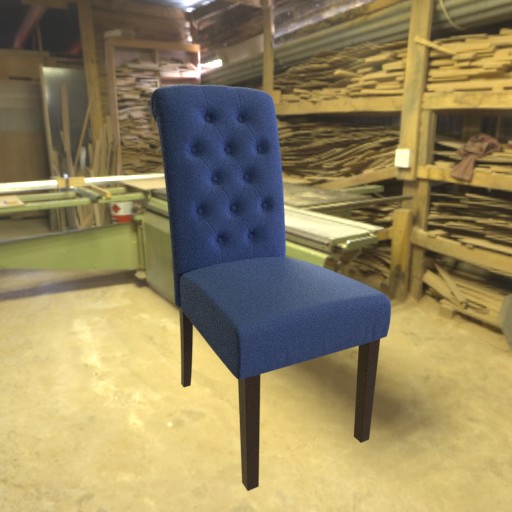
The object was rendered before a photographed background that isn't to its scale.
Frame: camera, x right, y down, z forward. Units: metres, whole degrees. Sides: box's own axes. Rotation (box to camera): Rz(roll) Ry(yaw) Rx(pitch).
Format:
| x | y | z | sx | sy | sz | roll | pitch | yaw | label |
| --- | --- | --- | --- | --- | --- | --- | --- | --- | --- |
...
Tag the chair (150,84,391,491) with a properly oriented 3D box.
| x | y | z | sx | sy | sz | roll | pitch | yaw | label |
| --- | --- | --- | --- | --- | --- | --- | --- | --- | --- |
| 0.000 | 0.000 | 1.332 | 0.456 | 1.006 | 0.671 | -8 | 18 | -28 | chair |
